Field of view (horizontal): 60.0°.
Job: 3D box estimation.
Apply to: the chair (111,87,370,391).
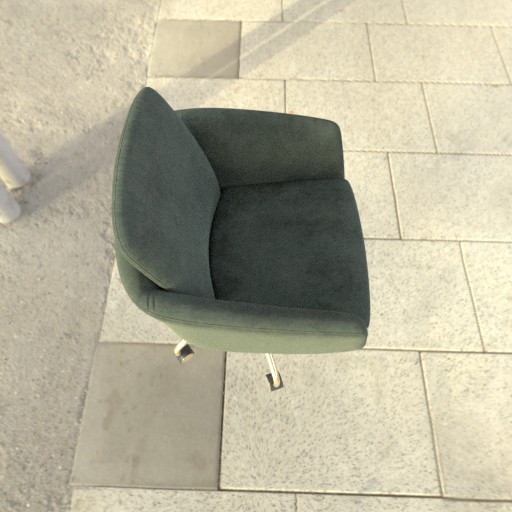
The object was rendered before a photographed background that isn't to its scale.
[{"bbox_3d":[0.000,0.000,1.323,0.635,0.908,0.641,-1,62,0],"label":"chair"}]
